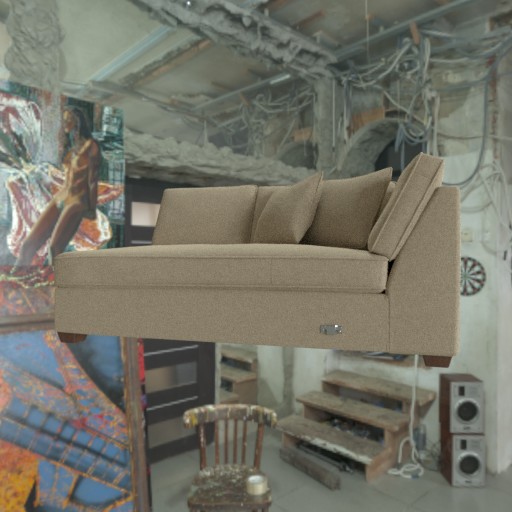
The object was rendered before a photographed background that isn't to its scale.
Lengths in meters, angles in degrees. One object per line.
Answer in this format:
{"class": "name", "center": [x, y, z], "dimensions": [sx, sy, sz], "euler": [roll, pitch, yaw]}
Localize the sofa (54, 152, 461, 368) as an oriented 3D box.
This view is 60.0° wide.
{"class": "sofa", "center": [0.000, 0.000, 2.788], "dimensions": [2.237, 1.033, 1.110], "euler": [0, 0, 18]}
